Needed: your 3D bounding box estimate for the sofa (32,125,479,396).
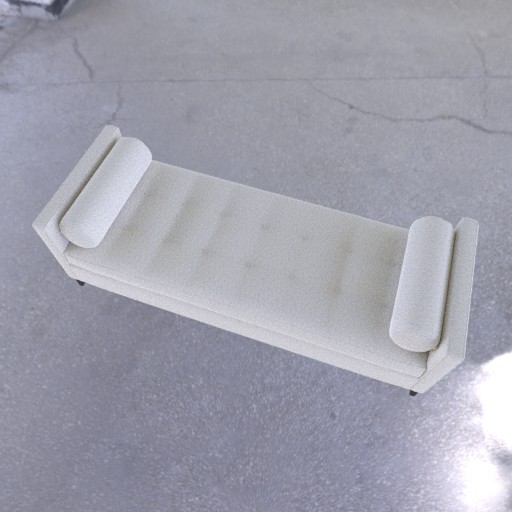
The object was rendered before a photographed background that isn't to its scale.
[{"bbox_3d":[0.000,0.000,2.326,1.985,0.641,0.746,17,60,10],"label":"sofa"}]
